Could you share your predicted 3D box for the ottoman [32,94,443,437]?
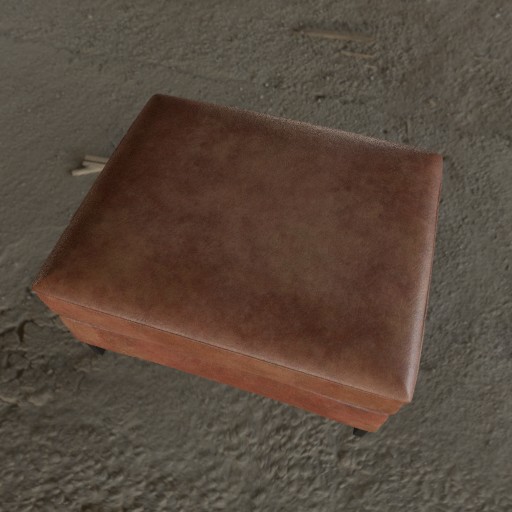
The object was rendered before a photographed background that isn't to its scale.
[{"bbox_3d":[0.000,0.000,1.731,1.186,0.667,0.965,15,60,9],"label":"ottoman"}]
